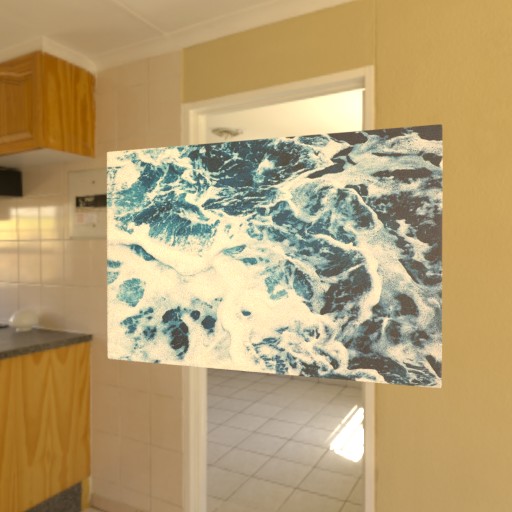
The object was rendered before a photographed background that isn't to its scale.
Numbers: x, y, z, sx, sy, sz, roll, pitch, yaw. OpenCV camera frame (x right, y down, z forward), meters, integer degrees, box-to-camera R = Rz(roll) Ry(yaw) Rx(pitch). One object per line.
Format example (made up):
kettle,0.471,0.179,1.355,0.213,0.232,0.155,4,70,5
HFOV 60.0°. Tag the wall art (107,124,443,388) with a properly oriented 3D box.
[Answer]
wall art,0.000,0.000,1.967,1.524,1.017,0.055,0,1,18
